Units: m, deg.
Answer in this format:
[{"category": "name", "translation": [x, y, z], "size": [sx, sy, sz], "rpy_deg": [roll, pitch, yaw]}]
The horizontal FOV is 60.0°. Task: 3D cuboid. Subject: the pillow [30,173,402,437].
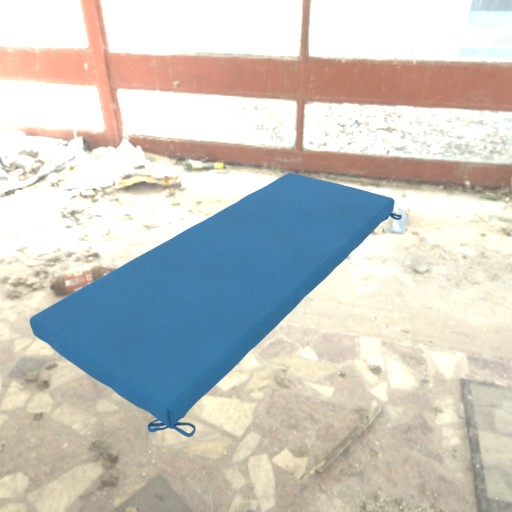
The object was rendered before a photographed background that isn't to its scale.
[{"category": "pillow", "translation": [0.000, 0.000, 1.311], "size": [0.492, 0.081, 1.187], "rpy_deg": [20, 37, 30]}]
